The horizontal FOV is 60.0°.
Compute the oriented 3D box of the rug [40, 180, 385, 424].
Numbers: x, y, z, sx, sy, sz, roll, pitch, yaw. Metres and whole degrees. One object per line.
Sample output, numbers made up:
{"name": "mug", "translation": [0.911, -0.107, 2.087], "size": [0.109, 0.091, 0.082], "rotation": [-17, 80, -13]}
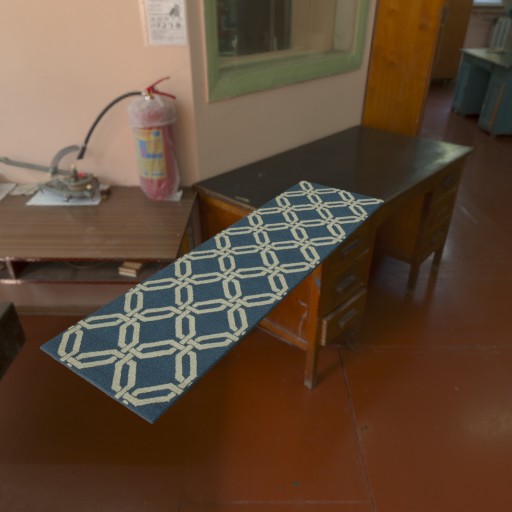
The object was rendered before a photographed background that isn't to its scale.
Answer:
{"name": "rug", "translation": [0.000, 0.000, 2.523], "size": [0.678, 0.014, 2.276], "rotation": [20, 37, 29]}
